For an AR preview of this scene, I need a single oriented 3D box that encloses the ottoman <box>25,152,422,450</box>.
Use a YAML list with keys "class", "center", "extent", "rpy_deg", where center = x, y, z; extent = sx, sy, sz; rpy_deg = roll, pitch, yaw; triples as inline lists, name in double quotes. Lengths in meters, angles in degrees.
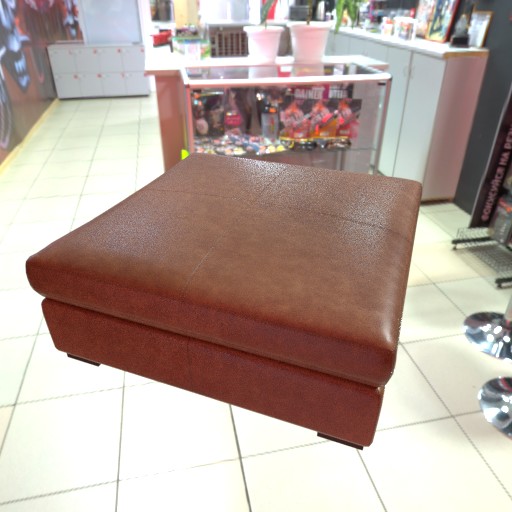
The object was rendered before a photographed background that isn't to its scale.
- class: "ottoman"
  center: [0.000, 0.000, 1.789]
  extent: [1.168, 0.483, 1.169]
  rpy_deg: [11, 33, 18]
